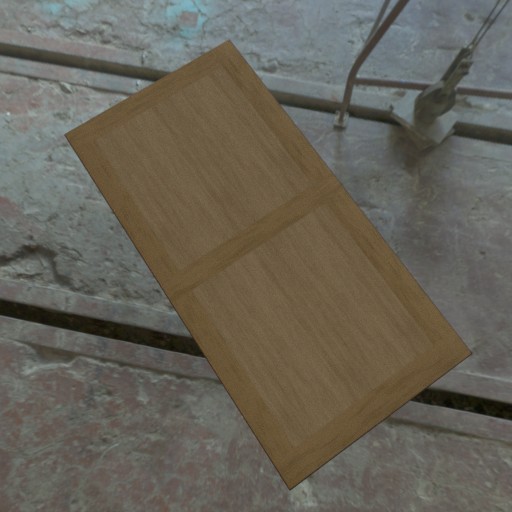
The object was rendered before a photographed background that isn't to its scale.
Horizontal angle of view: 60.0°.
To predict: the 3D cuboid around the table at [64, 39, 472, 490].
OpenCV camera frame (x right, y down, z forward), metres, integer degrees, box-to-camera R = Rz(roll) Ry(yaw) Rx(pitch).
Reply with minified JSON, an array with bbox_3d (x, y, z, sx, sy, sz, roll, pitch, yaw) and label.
[{"bbox_3d":[0.000,0.000,2.475,1.000,0.762,1.982,-33,79,-8],"label":"table"}]
